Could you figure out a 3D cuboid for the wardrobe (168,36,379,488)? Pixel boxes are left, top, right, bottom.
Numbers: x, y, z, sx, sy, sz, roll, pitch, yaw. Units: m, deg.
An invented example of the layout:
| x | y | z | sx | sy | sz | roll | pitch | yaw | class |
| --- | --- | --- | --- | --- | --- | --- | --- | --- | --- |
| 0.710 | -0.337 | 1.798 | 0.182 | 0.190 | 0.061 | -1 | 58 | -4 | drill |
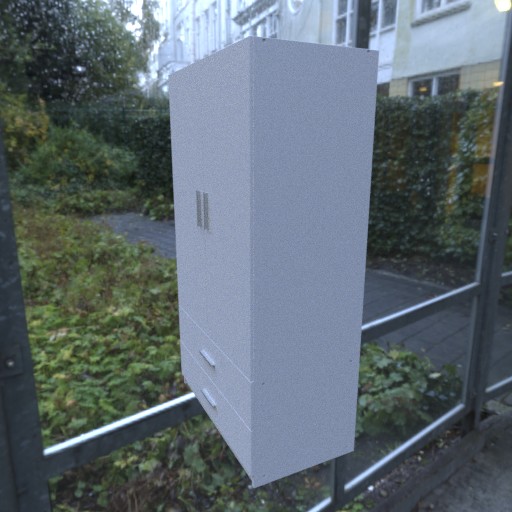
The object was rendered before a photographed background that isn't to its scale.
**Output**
| x | y | z | sx | sy | sz | roll | pitch | yaw | class |
| --- | --- | --- | --- | --- | --- | --- | --- | --- | --- |
| 0.000 | 0.000 | 2.250 | 0.577 | 1.808 | 0.991 | -7 | 16 | -26 | wardrobe |
